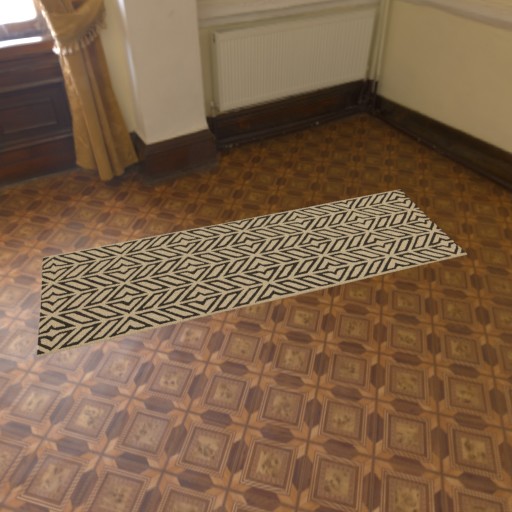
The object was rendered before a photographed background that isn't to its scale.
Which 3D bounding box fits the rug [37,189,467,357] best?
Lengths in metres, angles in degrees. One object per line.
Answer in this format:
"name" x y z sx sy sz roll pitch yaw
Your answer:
"rug" 0.000 0.000 2.660 2.435 0.009 0.750 -12 43 -13
